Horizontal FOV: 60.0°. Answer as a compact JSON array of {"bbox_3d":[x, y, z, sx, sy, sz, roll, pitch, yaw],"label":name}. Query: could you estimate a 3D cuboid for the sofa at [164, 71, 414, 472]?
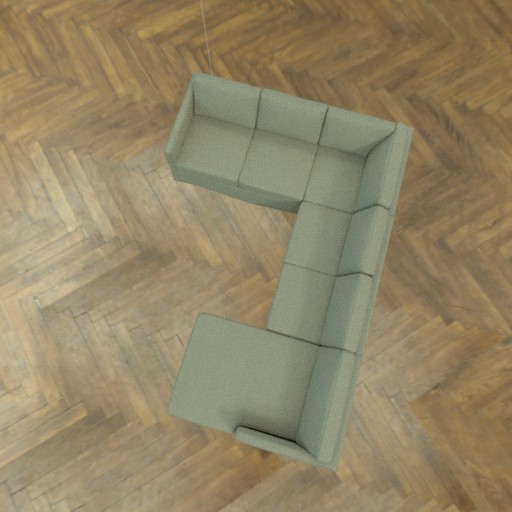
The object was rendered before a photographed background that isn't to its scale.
[{"bbox_3d":[0.000,0.000,4.510,2.427,0.882,3.460,16,76,4],"label":"sofa"}]
